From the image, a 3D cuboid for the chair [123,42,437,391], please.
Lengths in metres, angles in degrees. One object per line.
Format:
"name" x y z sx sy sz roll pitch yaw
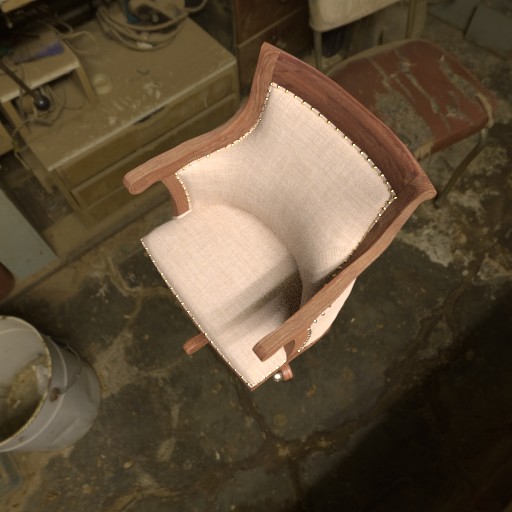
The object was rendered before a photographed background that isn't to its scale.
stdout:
"chair" 0.000 0.000 1.436 0.689 0.965 0.656 -35 69 -16
